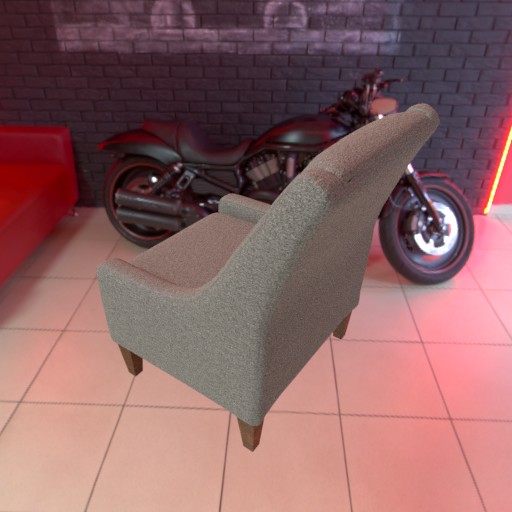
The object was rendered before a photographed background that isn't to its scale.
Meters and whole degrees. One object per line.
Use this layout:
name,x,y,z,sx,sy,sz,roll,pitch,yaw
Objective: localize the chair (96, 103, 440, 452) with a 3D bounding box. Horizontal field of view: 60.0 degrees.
chair,0.000,0.000,1.564,0.870,1.016,0.774,21,38,29
